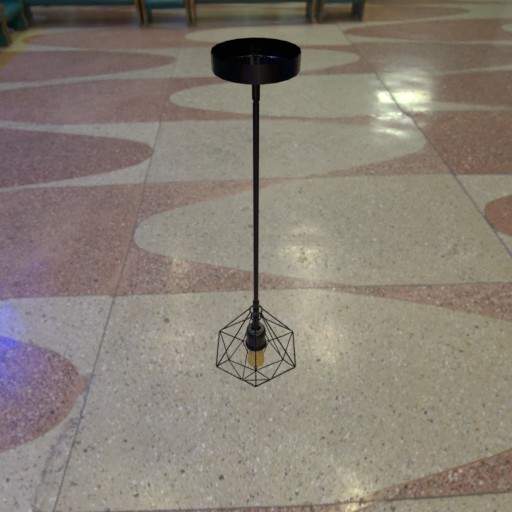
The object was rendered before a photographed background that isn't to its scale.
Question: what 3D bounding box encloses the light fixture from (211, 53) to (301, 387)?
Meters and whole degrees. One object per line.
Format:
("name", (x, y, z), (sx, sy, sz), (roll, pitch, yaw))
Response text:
("light fixture", (0.000, 0.000, 2.014), (0.431, 1.764, 0.487), (0, 41, 0))
